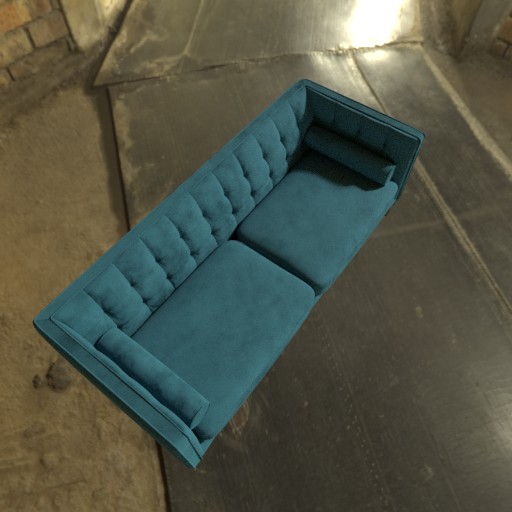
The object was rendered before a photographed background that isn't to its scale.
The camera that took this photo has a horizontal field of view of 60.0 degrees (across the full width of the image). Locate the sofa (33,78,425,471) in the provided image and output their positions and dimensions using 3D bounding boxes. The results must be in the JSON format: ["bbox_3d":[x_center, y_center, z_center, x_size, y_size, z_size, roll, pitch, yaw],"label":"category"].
[{"bbox_3d":[0.000,0.000,2.488,0.867,0.789,2.087,33,63,19],"label":"sofa"}]
